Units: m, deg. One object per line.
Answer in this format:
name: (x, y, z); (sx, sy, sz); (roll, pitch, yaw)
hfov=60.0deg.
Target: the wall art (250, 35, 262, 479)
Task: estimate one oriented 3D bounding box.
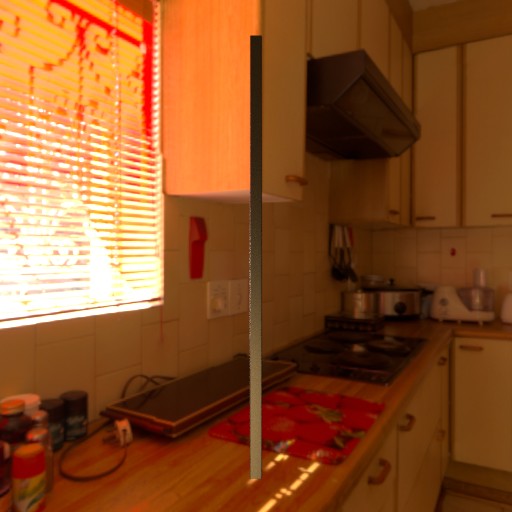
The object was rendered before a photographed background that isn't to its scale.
wall art: (0.000, 0.000, 0.686); (0.012, 0.458, 0.457); (0, 1, 0)
